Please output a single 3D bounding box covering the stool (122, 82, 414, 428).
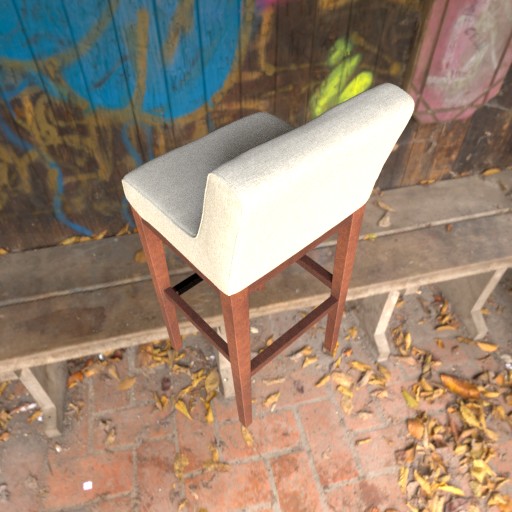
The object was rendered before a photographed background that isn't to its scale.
[{"bbox_3d":[0.000,0.000,1.317,0.511,1.037,0.500,-34,55,-28],"label":"stool"}]
